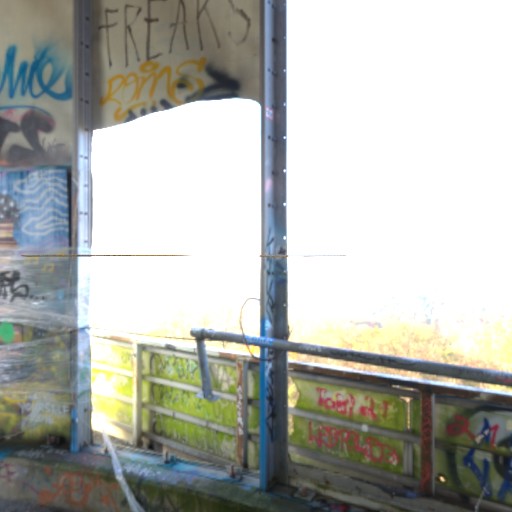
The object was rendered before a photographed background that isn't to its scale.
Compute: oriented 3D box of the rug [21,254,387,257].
[{"bbox_3d":[0.000,0.000,2.526,0.704,0.014,2.294,0,0,36],"label":"rug"}]
